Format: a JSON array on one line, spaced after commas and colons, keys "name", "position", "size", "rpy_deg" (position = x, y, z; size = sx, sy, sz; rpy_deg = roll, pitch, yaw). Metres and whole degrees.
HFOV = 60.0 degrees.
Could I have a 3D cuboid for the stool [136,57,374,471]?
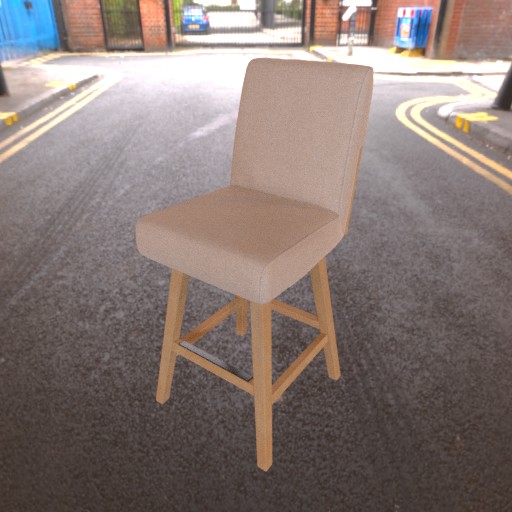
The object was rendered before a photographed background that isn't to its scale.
[{"name": "stool", "position": [0.000, 0.000, 1.293], "size": [0.446, 1.015, 0.543], "rpy_deg": [19, 34, 31]}]
